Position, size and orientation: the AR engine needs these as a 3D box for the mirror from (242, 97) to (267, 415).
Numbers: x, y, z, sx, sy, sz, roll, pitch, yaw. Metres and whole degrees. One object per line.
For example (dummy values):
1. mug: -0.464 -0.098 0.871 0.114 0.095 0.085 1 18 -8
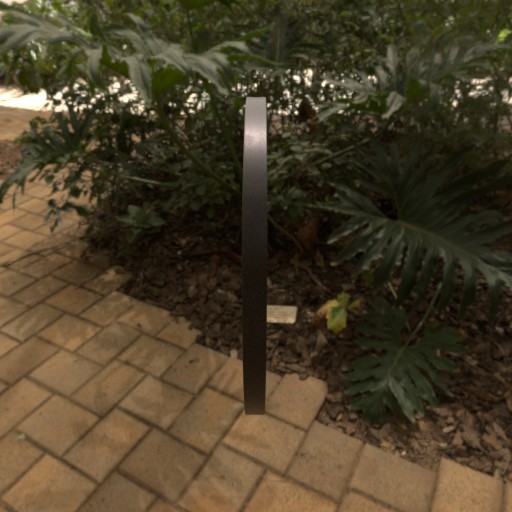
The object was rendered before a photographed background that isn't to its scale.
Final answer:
1. mirror: 0.000 0.000 0.837 0.032 0.565 0.565 0 31 0
